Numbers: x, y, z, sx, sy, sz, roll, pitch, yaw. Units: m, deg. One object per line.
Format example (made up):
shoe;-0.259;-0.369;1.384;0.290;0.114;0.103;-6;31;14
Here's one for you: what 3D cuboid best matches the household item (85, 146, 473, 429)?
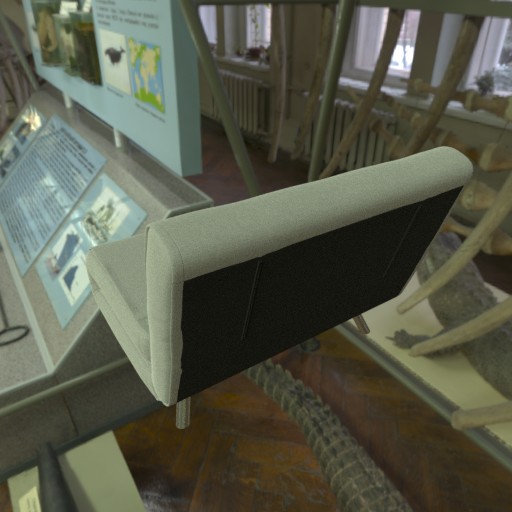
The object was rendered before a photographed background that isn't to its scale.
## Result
household item;0.000;0.000;1.567;1.000;0.800;0.874;-19;36;-28
